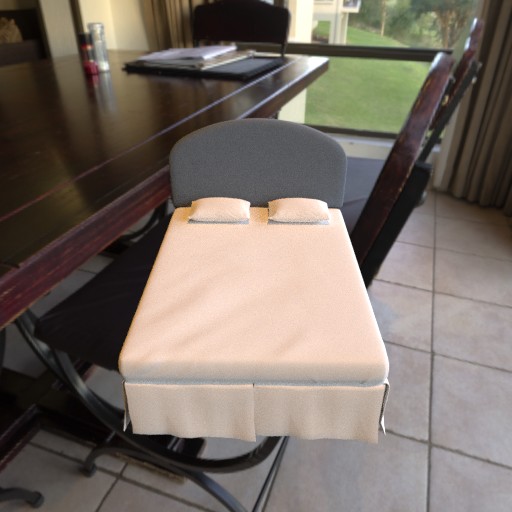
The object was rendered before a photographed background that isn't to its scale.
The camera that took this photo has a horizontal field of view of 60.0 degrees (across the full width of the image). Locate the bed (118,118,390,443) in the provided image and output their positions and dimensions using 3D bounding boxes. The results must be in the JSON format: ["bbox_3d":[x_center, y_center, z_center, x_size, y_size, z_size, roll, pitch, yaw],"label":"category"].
[{"bbox_3d":[0.000,0.000,3.149,1.607,1.410,2.005,0,32,1],"label":"bed"}]
